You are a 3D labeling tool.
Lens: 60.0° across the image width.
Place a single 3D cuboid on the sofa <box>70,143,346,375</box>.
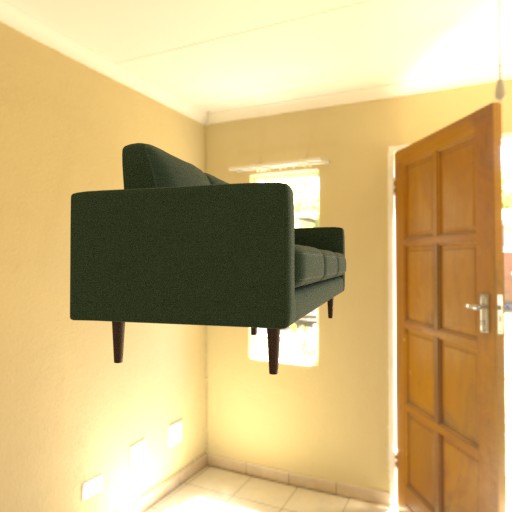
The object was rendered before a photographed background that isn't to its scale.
[{"bbox_3d":[0.000,0.000,2.530,0.879,0.899,2.029,0,-1,16],"label":"sofa"}]
